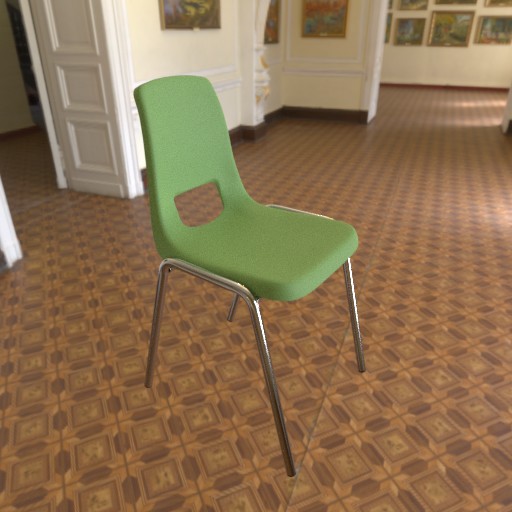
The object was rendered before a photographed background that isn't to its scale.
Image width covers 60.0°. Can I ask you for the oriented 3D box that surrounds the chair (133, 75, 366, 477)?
[{"bbox_3d":[0.000,0.000,0.958,0.436,0.704,0.381,17,32,30],"label":"chair"}]
